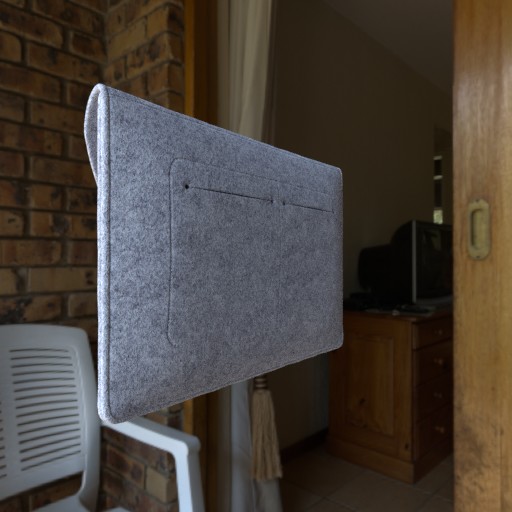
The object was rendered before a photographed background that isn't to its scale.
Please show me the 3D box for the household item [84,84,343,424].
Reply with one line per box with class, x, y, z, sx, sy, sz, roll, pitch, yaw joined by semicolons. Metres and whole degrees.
household item;0.000;0.000;0.418;0.057;0.221;0.335;0;-1;37
